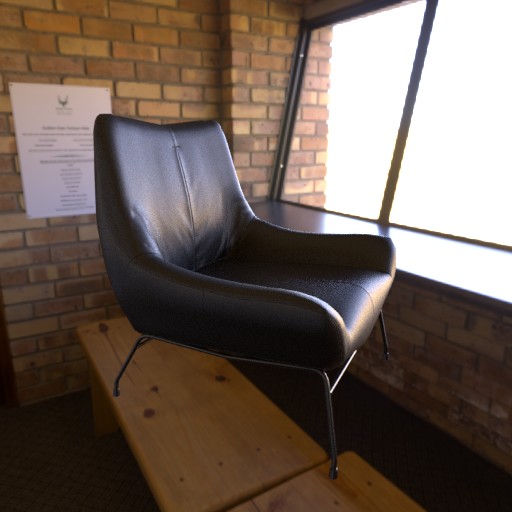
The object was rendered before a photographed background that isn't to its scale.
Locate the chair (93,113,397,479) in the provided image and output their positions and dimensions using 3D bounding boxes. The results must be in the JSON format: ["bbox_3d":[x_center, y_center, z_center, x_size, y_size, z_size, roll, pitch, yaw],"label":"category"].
[{"bbox_3d":[0.000,0.000,1.517,0.826,0.922,0.836,7,16,25],"label":"chair"}]
